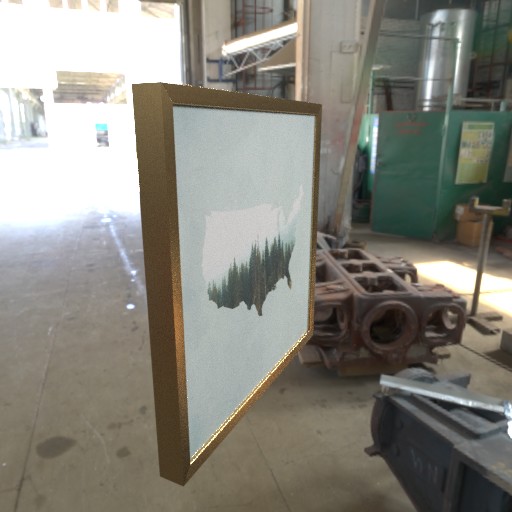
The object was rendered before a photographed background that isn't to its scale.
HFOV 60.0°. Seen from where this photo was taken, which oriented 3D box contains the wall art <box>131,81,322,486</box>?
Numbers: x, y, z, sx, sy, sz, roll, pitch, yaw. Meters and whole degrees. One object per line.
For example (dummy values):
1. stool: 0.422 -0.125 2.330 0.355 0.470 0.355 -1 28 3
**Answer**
1. wall art: 0.000 0.000 0.751 0.040 0.509 0.509 8 18 26
